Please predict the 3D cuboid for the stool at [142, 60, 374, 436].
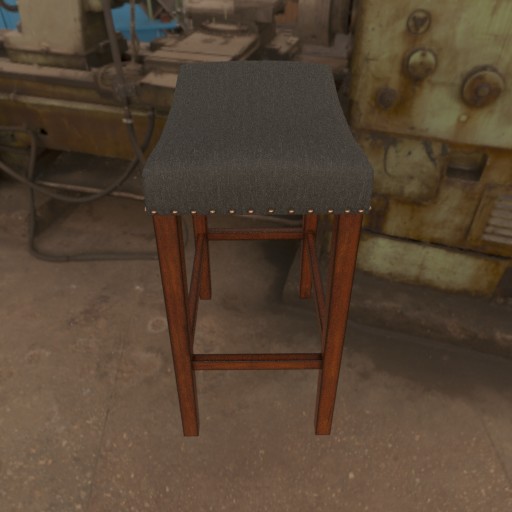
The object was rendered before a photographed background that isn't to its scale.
[{"bbox_3d":[0.000,0.000,1.051,0.366,0.760,0.502,0,41,0],"label":"stool"}]
